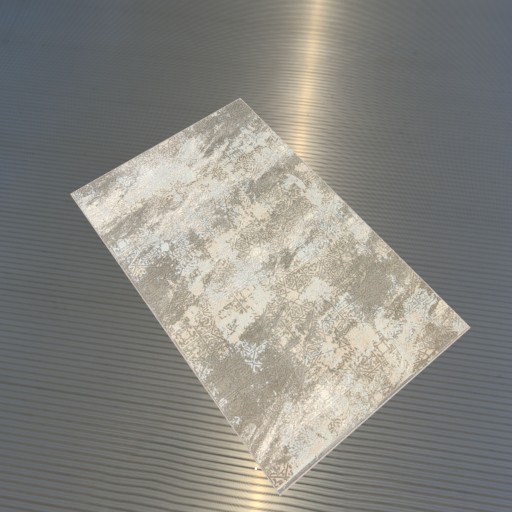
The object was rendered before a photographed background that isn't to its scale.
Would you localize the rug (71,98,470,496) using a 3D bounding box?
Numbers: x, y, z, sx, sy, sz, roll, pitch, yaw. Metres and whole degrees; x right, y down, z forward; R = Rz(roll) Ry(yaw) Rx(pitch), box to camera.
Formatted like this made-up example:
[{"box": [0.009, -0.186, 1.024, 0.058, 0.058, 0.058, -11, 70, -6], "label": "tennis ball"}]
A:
[{"box": [0.000, 0.000, 3.001, 1.536, 0.012, 2.431, -35, 69, -15], "label": "rug"}]
